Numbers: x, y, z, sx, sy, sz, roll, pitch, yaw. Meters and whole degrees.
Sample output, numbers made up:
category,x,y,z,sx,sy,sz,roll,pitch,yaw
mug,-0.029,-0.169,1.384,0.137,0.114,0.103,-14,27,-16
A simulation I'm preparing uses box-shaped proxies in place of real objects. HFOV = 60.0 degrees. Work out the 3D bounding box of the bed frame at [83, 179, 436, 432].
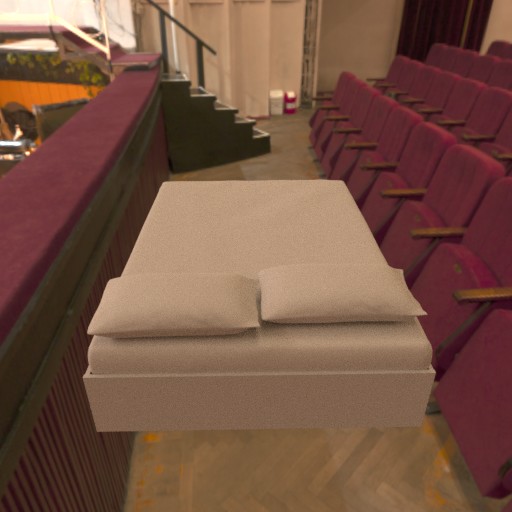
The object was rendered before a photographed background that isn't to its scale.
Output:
category,x,y,z,sx,sy,sz,roll,pitch,yaw
bed frame,0.000,0.000,2.627,1.450,0.629,1.950,-1,30,-1
